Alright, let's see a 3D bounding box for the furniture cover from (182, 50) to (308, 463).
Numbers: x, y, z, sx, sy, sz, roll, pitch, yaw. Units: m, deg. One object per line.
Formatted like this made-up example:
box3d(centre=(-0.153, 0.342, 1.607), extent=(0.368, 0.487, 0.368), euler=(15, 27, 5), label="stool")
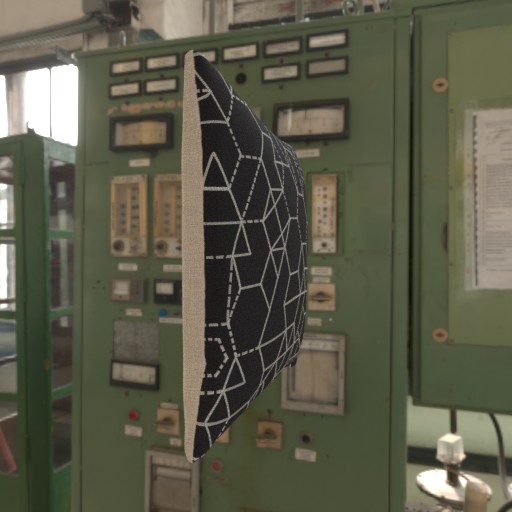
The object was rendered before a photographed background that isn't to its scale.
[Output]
box3d(centre=(0.000, 0.000, 0.786), extent=(0.158, 0.508, 0.517), euler=(0, 0, 18), label="furniture cover")
